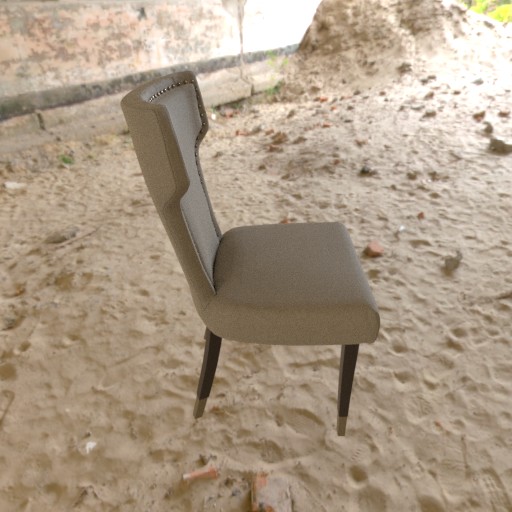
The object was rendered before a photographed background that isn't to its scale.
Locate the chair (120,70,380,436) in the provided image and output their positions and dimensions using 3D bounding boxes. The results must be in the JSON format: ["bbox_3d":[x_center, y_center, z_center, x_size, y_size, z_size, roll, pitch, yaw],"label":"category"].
[{"bbox_3d":[0.000,0.000,1.303,0.630,0.955,0.526,0,31,0],"label":"chair"}]
